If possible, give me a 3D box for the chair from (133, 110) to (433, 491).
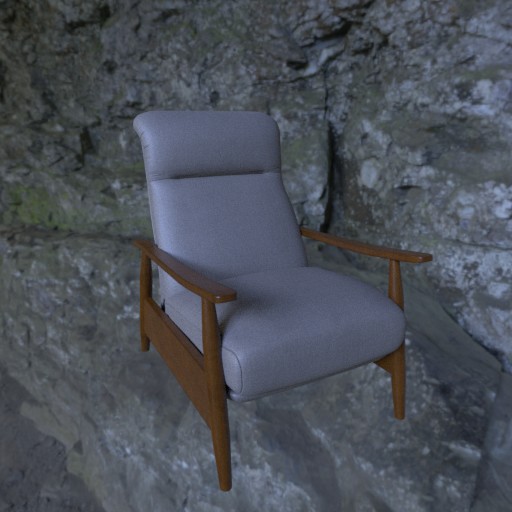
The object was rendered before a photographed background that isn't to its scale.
[{"bbox_3d":[0.000,0.000,1.717,0.762,1.082,1.032,-9,19,-27],"label":"chair"}]
